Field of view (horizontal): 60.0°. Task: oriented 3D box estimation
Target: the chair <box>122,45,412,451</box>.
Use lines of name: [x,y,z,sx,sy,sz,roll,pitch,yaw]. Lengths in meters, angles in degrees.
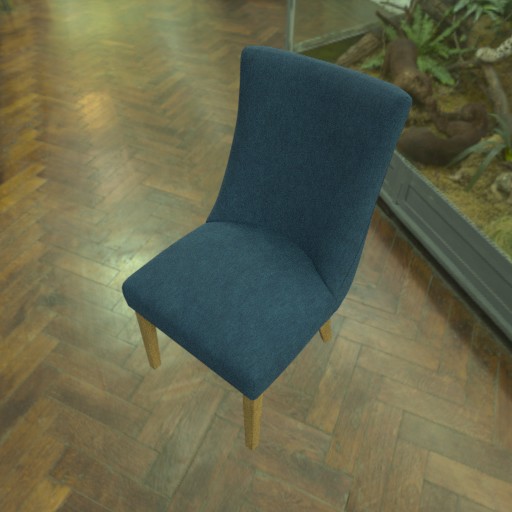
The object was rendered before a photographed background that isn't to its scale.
chair: [0.000,0.000,1.241,0.495,0.902,0.609,30,52,26]
